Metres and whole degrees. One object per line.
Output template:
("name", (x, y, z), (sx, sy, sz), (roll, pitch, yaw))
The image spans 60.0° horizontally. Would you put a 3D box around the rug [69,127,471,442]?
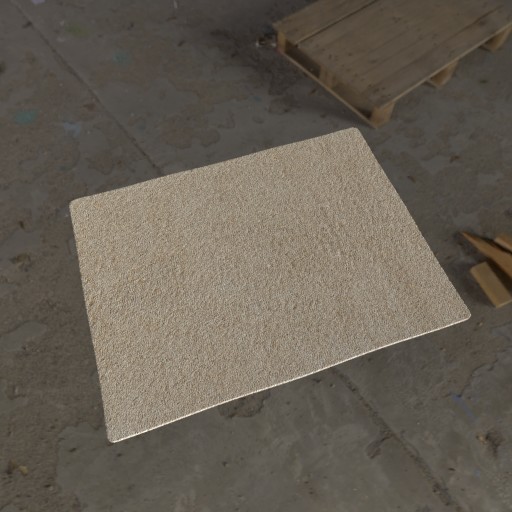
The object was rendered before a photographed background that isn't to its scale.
("rug", (0.000, 0.000, 2.101), (1.600, 0.027, 1.200), (-17, 63, -9))
